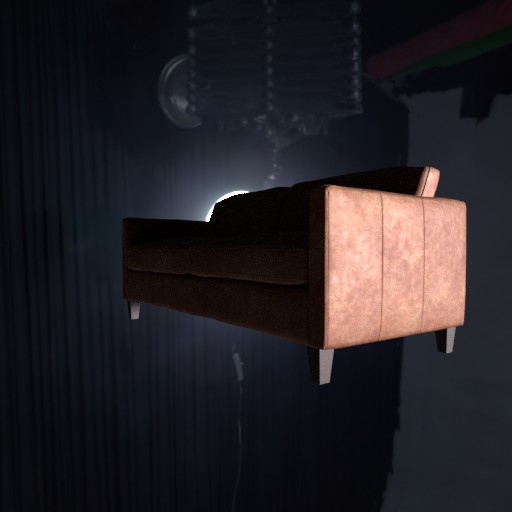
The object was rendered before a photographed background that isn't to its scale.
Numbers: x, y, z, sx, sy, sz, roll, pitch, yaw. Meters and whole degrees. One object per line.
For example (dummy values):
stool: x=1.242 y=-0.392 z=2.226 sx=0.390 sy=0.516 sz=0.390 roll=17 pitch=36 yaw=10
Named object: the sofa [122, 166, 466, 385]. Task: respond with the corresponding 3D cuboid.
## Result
sofa: x=0.000 y=0.000 z=2.492 sx=0.923 sy=0.863 sz=1.971 roll=-1 pitch=1 yaw=-36
